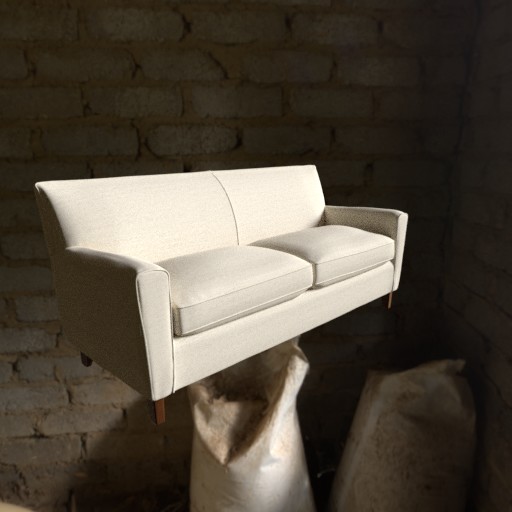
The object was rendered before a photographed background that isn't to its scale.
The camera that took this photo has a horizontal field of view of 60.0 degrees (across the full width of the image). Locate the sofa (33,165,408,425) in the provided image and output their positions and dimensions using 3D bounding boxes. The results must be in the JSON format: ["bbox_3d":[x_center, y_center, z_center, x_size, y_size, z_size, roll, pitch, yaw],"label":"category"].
[{"bbox_3d":[0.000,0.000,2.483,2.001,0.907,0.841,-14,20,-43],"label":"sofa"}]
